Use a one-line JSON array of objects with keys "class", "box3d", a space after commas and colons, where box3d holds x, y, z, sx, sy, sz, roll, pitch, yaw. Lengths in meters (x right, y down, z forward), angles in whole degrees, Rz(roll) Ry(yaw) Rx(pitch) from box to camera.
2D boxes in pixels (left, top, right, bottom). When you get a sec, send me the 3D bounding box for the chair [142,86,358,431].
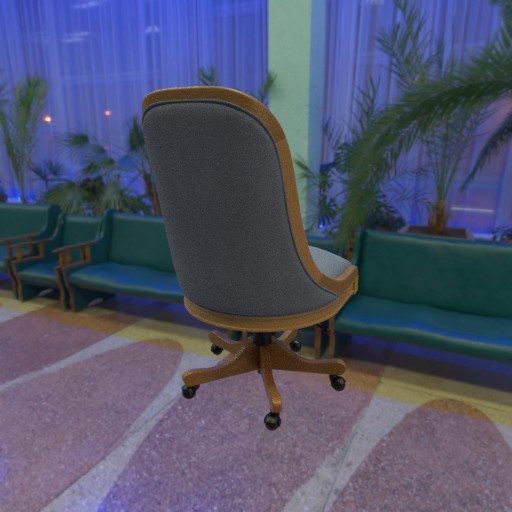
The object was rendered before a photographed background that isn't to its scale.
[{"class": "chair", "box3d": [0.000, 0.000, 1.525, 0.605, 1.031, 0.735, 8, 17, 27]}]
